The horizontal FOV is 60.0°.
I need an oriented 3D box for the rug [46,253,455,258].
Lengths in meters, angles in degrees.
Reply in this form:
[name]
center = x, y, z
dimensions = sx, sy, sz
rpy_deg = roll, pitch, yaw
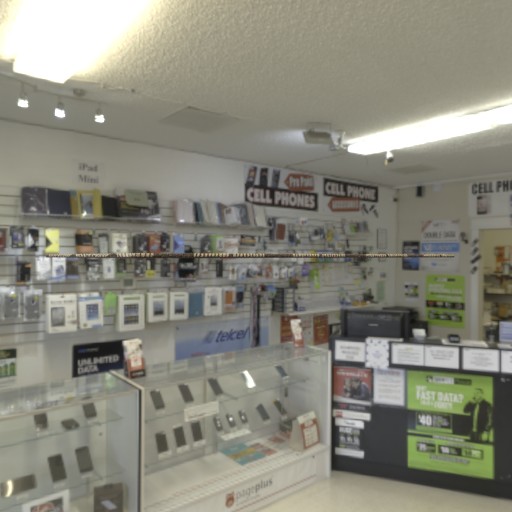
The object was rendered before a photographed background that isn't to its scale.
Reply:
[rug]
center = 0.000, 0.000, 2.367
dimensions = 1.833, 0.016, 1.210
rpy_deg = 0, 0, -37
